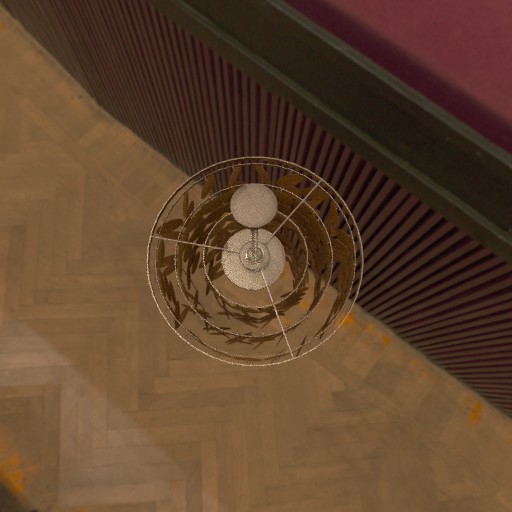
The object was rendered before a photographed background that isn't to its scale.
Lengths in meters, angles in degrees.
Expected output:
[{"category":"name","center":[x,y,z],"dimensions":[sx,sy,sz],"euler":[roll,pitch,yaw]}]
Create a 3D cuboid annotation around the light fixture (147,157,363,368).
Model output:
[{"category":"light fixture","center":[0.000,0.000,0.744],"dimensions":[0.368,0.492,0.368],"euler":[0,75,0]}]
